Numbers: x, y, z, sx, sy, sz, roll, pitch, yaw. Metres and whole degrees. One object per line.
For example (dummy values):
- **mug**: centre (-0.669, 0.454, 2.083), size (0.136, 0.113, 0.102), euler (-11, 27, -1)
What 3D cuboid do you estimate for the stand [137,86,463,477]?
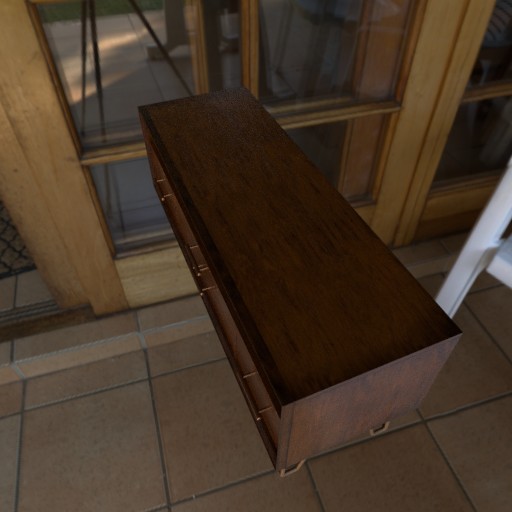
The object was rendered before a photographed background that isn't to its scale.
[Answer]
- **stand**: centre (0.000, 0.000, 1.632), size (0.481, 0.610, 1.372), euler (-17, 49, -16)
